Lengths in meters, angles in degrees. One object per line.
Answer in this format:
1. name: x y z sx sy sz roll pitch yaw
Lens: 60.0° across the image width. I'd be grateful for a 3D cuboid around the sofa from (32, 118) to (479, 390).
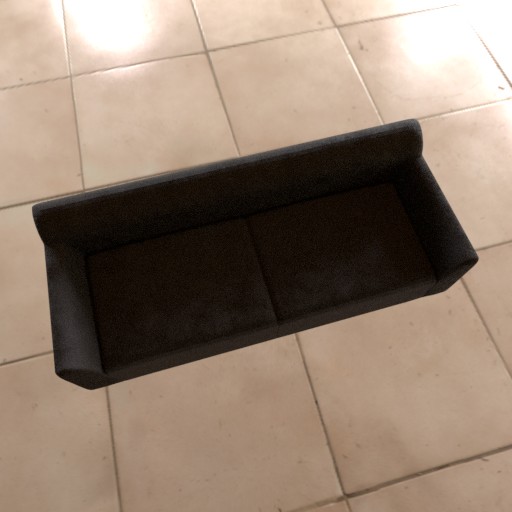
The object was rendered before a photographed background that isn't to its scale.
1. sofa: 0.000 0.000 2.554 2.190 0.740 0.900 -14 65 -7
